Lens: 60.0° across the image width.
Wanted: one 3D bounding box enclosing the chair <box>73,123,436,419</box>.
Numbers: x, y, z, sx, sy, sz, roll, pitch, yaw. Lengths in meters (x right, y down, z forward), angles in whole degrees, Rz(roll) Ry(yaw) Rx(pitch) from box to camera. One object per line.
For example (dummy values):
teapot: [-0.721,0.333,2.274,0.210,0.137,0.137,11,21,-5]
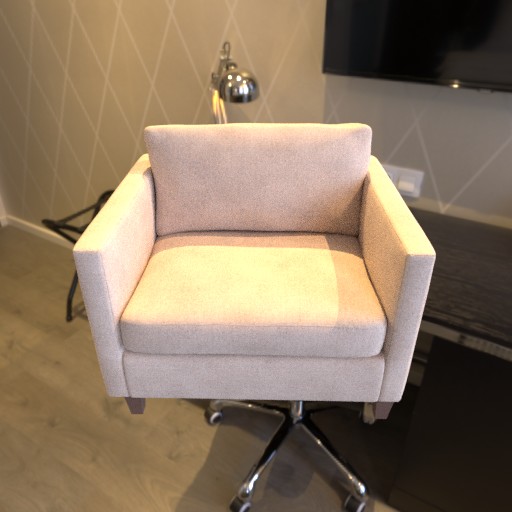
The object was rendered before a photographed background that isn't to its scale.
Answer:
chair: [0.000,0.000,1.848,1.133,0.961,0.959,1,31,1]
